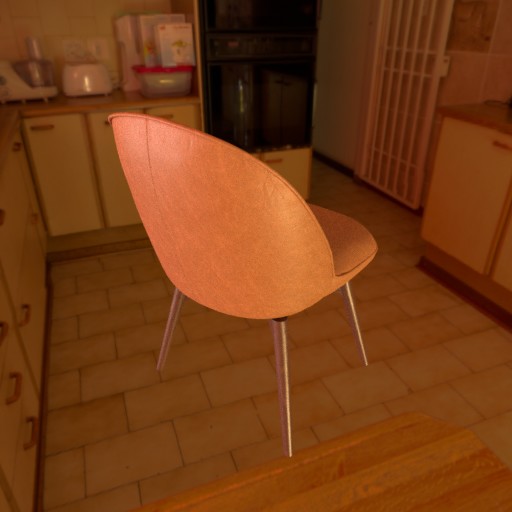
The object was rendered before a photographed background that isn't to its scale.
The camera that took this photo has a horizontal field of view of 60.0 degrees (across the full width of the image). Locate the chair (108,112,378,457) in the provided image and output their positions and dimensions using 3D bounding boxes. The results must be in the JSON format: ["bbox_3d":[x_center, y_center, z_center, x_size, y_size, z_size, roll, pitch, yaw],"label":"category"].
[{"bbox_3d":[0.000,0.000,1.195,0.521,0.831,0.631,21,35,33],"label":"chair"}]
